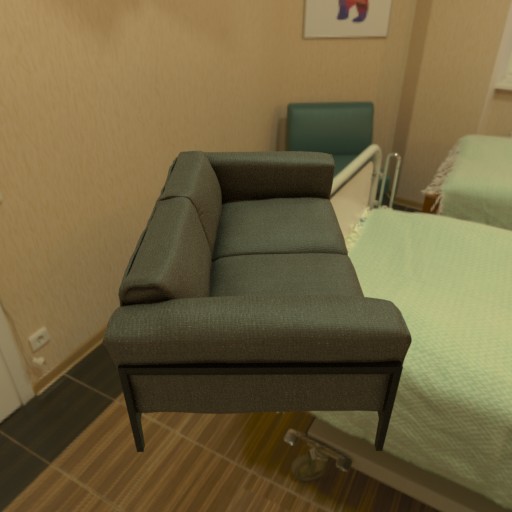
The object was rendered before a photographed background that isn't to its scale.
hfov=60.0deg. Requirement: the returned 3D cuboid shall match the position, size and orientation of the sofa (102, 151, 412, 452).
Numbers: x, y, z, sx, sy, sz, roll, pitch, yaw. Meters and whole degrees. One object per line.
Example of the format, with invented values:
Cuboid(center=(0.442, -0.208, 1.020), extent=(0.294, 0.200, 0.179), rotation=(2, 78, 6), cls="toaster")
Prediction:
Cuboid(center=(0.000, 0.000, 2.163), extent=(0.960, 0.656, 1.690), rotation=(0, 32, 0), cls="sofa")
